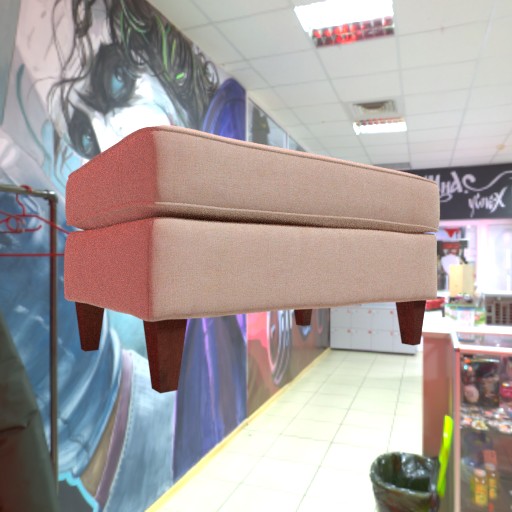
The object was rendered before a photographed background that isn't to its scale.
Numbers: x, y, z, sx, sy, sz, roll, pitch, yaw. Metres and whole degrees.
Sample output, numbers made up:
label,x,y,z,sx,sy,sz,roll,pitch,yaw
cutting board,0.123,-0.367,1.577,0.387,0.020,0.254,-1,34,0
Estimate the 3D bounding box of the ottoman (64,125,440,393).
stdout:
label,x,y,z,sx,sy,sz,roll,pitch,yaw
ottoman,0.000,0.000,1.185,0.862,0.484,0.583,0,-1,-36
